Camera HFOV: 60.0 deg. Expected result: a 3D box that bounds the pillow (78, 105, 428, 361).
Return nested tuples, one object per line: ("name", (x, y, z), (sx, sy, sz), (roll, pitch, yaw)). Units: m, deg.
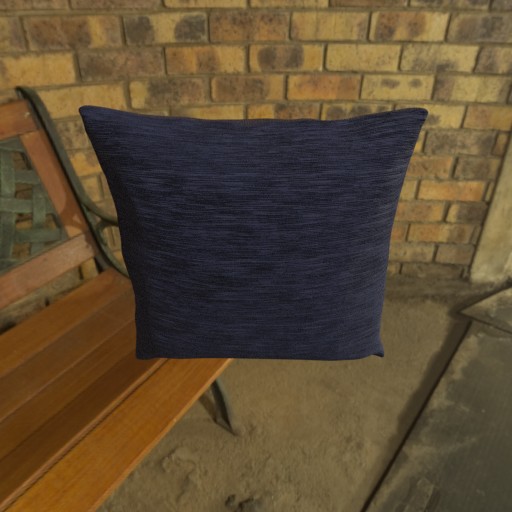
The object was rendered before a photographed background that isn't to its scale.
("pillow", (0.000, 0.000, 0.672), (0.452, 0.439, 0.204), (0, 31, 0))
